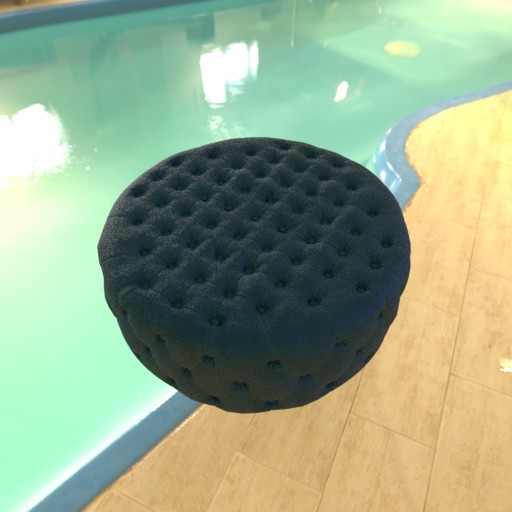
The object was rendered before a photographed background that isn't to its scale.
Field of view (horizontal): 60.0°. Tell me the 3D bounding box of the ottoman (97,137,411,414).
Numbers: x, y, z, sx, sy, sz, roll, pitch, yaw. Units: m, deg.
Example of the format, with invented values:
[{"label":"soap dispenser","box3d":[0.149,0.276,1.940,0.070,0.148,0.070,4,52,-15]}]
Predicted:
[{"label":"ottoman","box3d":[0.000,0.000,1.528,0.998,0.398,0.998,0,46,0]}]
